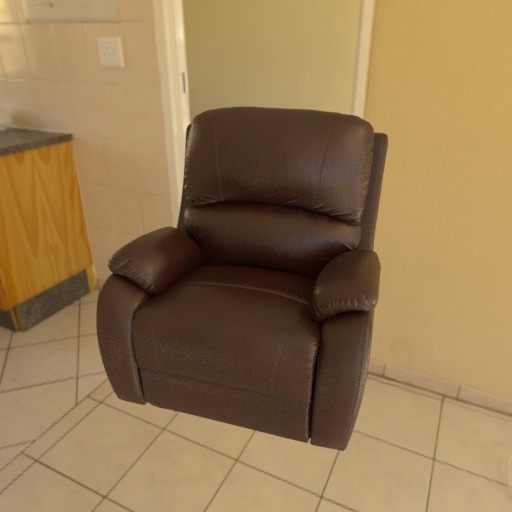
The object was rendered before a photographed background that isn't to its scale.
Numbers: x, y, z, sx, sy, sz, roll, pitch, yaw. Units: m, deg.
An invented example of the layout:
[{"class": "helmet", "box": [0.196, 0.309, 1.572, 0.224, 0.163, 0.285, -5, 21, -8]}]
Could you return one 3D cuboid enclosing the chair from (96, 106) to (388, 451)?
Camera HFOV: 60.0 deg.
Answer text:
[{"class": "chair", "box": [0.000, 0.000, 1.703, 0.930, 1.011, 0.899, 7, 27, 15]}]
